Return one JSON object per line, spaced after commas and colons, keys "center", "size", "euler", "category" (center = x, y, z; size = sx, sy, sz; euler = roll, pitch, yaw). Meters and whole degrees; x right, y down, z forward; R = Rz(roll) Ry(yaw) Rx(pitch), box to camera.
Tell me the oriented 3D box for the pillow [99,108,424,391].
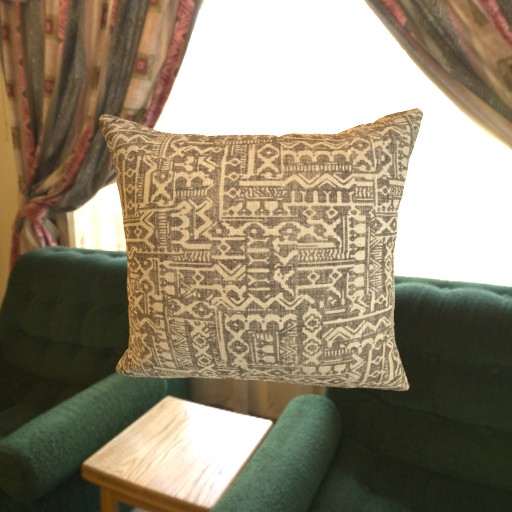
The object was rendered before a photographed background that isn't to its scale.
{"center": [0.000, 0.000, 0.776], "size": [0.546, 0.487, 0.180], "euler": [2, 12, 8], "category": "pillow"}
